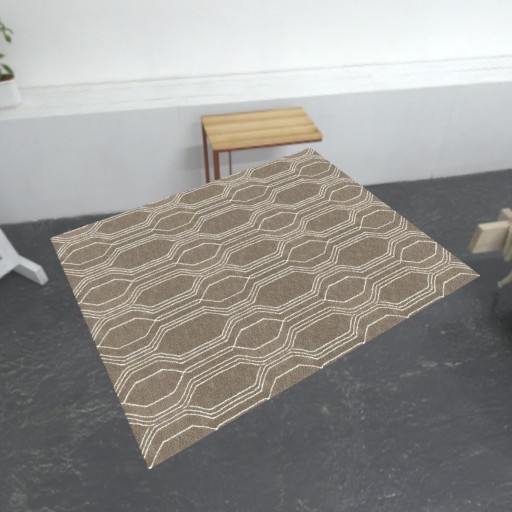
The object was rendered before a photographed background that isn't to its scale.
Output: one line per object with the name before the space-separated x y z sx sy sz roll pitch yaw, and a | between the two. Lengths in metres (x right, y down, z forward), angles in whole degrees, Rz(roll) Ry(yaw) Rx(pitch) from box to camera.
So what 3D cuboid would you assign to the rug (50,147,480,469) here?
rug | 0.000 0.000 4.021 3.062 0.012 2.457 -24 50 -22
